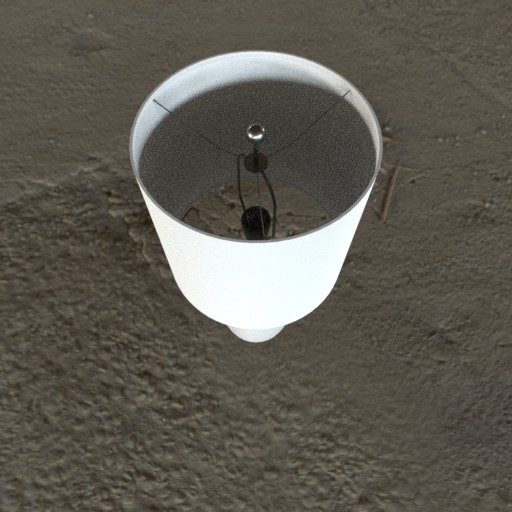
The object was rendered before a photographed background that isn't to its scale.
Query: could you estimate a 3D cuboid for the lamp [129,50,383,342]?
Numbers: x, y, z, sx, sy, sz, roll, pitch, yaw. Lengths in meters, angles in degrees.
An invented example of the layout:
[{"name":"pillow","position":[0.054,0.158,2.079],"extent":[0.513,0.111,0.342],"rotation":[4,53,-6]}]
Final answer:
[{"name":"lamp","position":[0.000,0.000,0.578],"extent":[0.214,0.466,0.214],"rotation":[-31,66,-15]}]
